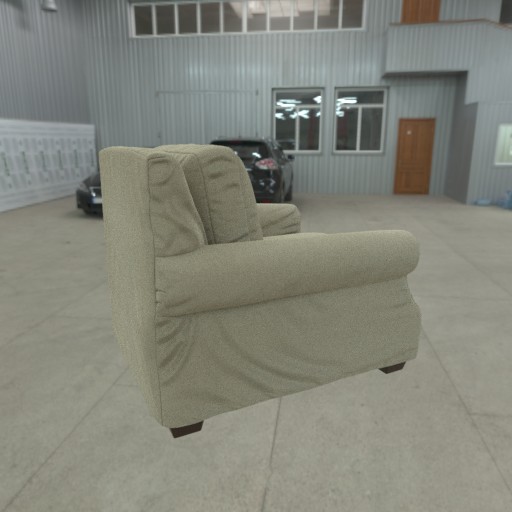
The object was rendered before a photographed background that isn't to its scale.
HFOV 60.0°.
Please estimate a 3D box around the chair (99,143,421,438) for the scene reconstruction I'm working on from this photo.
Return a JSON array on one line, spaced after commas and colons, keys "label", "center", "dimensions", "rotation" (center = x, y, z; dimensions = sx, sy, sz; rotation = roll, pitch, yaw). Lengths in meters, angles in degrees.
[{"label": "chair", "center": [0.000, 0.000, 1.759], "dimensions": [1.066, 0.866, 0.940], "rotation": [-7, 16, -26]}]
